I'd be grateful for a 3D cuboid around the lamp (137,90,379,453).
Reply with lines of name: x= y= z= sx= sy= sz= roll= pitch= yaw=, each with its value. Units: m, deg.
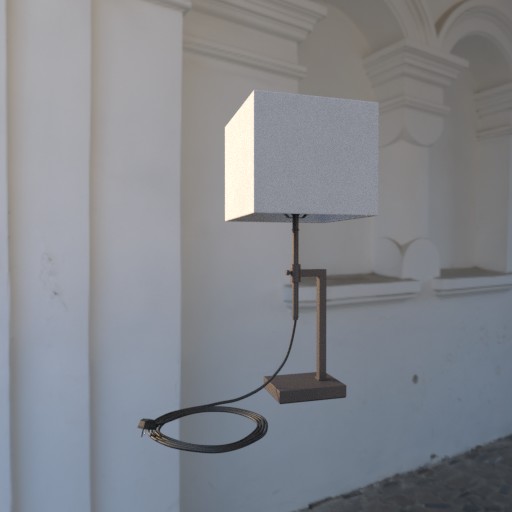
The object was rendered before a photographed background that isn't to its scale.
lamp: x=0.000 y=0.000 z=0.964 sx=0.504 sy=0.660 sz=0.399 roll=0 pitch=1 yaw=-16
